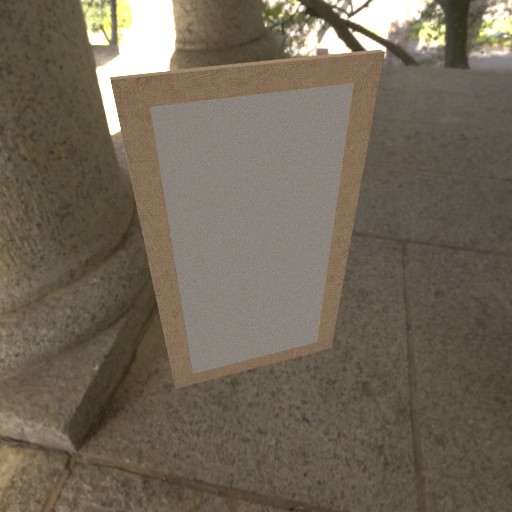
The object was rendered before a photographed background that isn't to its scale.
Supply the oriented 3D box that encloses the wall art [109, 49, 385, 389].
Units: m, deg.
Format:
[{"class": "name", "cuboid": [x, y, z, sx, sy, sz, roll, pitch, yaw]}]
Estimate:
[{"class": "wall art", "cuboid": [0.000, 0.000, 0.817, 0.381, 0.683, 0.013, -12, 42, -13]}]
